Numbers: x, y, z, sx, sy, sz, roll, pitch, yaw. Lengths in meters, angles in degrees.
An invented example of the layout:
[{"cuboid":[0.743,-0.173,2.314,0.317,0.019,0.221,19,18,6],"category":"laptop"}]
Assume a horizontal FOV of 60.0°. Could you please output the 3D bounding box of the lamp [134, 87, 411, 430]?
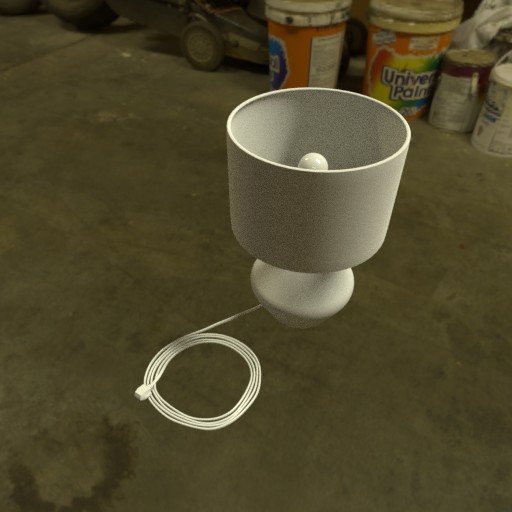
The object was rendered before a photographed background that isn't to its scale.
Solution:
[{"cuboid":[0.000,0.000,0.838,0.546,0.457,0.401,-11,44,-12],"category":"lamp"}]
